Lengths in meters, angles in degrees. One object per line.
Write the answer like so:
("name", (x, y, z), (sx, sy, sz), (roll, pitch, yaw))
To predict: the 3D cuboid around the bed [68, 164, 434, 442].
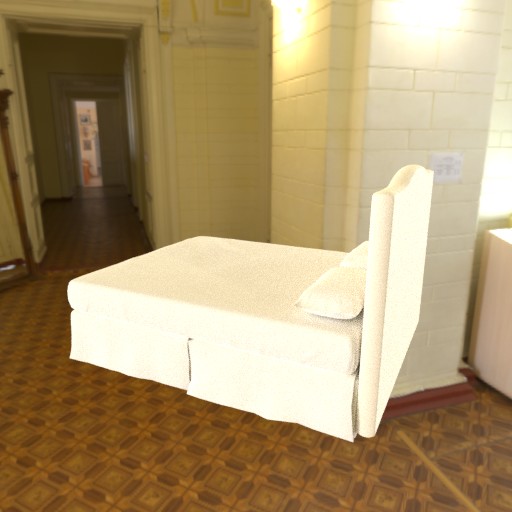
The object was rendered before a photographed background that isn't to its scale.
("bed", (0.000, 0.000, 3.419), (2.282, 1.436, 1.821), (8, 17, 26))
